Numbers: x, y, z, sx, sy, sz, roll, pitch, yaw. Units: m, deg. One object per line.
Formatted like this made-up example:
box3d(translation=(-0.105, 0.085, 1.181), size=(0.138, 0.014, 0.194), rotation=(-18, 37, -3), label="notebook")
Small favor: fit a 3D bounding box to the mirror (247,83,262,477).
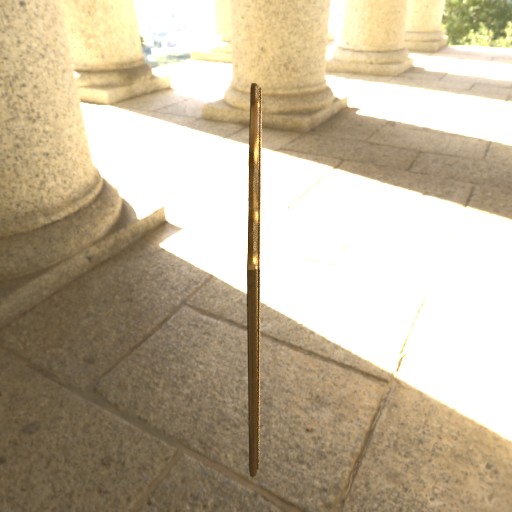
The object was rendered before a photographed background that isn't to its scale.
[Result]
box3d(translation=(0.000, 0.000, 0.858), size=(0.018, 0.635, 0.513), rotation=(0, 32, 1), label="mirror")
